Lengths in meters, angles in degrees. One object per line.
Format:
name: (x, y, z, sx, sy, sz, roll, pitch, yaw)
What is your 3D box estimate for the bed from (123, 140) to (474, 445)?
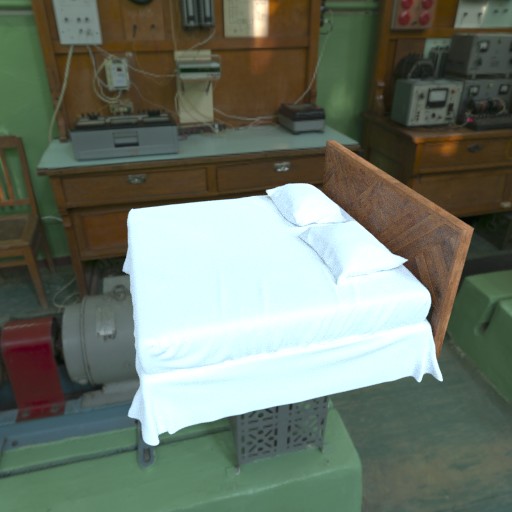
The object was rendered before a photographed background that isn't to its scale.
bed: (0.000, 0.000, 3.507, 2.165, 1.158, 2.255, -8, 31, -13)
